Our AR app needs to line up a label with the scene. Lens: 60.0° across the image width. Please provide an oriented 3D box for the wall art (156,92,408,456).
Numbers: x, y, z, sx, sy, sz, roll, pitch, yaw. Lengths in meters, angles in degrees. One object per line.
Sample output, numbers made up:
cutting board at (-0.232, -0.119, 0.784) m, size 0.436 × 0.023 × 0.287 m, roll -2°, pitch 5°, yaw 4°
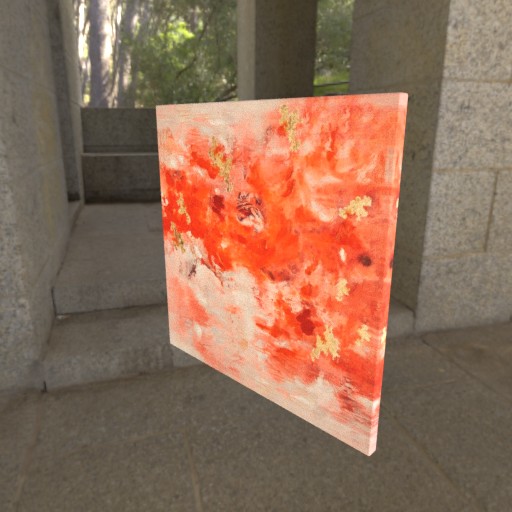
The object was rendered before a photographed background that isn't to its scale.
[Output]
wall art at (0.000, 0.000, 1.327) m, size 0.878 × 0.878 × 0.066 m, roll 16°, pitch 22°, yaw 42°
